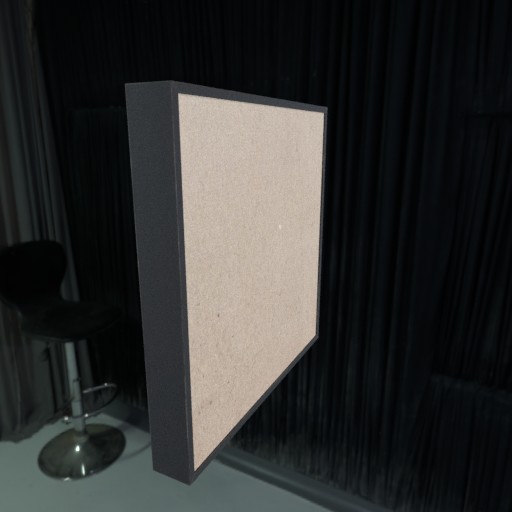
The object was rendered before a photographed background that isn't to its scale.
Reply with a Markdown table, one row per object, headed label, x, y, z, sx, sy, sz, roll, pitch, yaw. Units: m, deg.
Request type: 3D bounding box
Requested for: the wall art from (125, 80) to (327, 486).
| label | x | y | z | sx | sy | sz | roll | pitch | yaw |
| --- | --- | --- | --- | --- | --- | --- | --- | --- | --- |
| wall art | 0.000 | 0.000 | 0.455 | 0.038 | 0.305 | 0.305 | 8 | 17 | 26 |
